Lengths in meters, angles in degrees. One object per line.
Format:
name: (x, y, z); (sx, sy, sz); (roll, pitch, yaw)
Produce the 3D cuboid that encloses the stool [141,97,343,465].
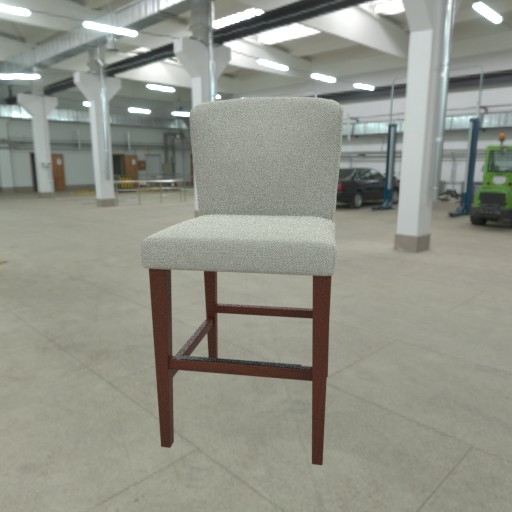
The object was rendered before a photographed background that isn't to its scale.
stool: (0.000, 0.000, 1.314); (0.481, 0.969, 0.568); (2, 12, 10)
